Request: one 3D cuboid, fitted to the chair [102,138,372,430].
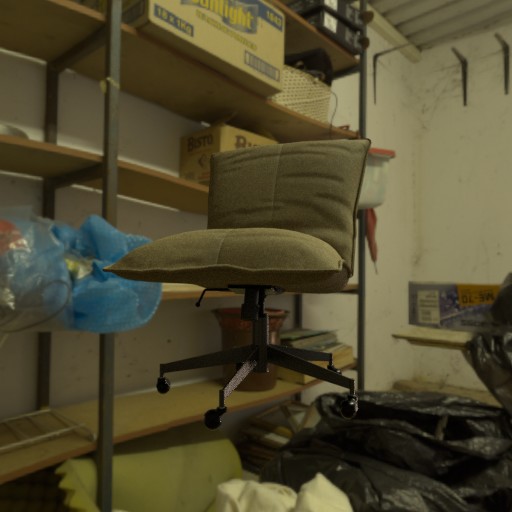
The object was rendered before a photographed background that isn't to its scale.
[{"bbox_3d":[0.000,0.000,1.278,0.597,0.811,0.696,0,-1,19],"label":"chair"}]
